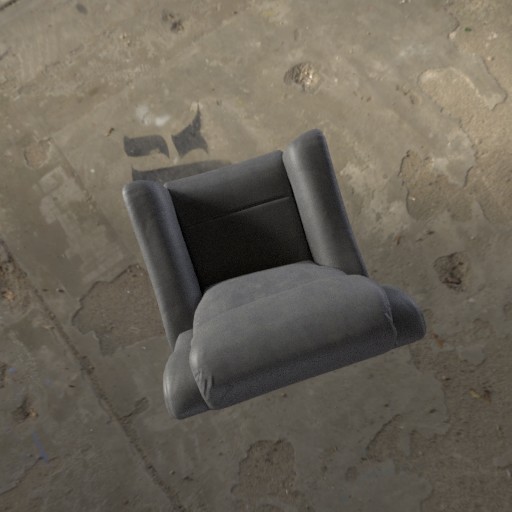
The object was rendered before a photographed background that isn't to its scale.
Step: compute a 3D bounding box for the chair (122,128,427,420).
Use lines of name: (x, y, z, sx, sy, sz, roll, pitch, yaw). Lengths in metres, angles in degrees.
chair: (0.000, 0.000, 1.937, 0.967, 1.116, 1.068, -17, 77, -4)
